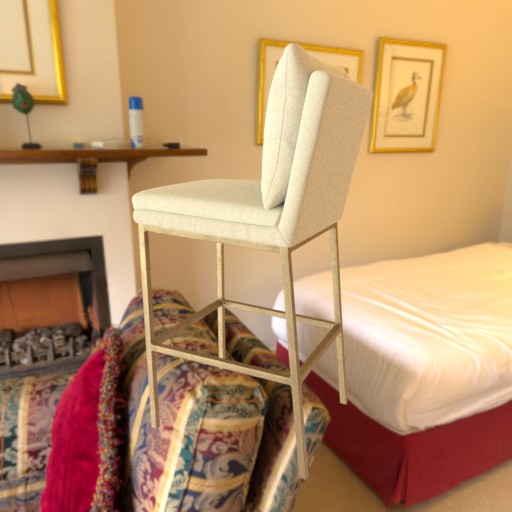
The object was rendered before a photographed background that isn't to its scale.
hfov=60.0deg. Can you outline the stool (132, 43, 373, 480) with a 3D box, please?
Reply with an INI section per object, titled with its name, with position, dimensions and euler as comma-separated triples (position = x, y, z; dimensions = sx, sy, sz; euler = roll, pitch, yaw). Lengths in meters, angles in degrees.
[stool]
position = 0.000, 0.000, 1.383
dimensions = 0.572, 1.125, 0.463
euler = 8, 17, 26
